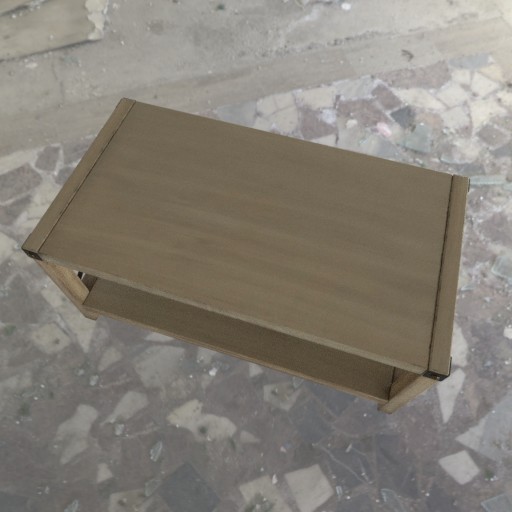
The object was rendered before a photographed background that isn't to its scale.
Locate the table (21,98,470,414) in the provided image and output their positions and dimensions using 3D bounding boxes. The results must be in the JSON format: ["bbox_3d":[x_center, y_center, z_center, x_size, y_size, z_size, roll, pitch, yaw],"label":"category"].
[{"bbox_3d":[0.000,0.000,1.302,1.016,0.456,0.559,16,62,9],"label":"table"}]
